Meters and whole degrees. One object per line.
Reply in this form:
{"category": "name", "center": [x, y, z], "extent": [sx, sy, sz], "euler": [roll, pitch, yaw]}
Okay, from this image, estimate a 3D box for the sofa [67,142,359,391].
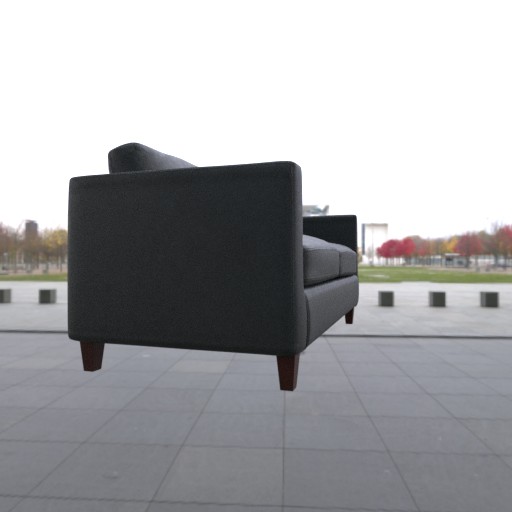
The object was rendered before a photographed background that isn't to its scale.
{"category": "sofa", "center": [0.000, 0.000, 2.444], "extent": [0.951, 0.933, 1.883], "euler": [0, -1, 19]}
